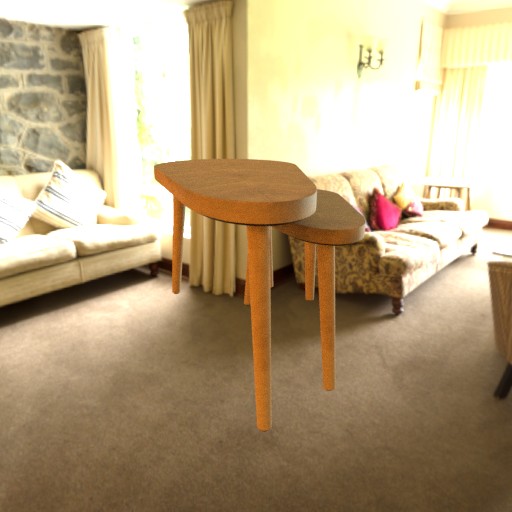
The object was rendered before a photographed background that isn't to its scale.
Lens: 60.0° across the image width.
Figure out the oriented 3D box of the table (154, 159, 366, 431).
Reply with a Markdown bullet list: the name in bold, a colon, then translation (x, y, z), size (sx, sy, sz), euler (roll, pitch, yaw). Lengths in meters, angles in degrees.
- **table**: translation (0.000, 0.000, 1.587), size (0.701, 0.595, 1.190), euler (-3, 17, -10)
